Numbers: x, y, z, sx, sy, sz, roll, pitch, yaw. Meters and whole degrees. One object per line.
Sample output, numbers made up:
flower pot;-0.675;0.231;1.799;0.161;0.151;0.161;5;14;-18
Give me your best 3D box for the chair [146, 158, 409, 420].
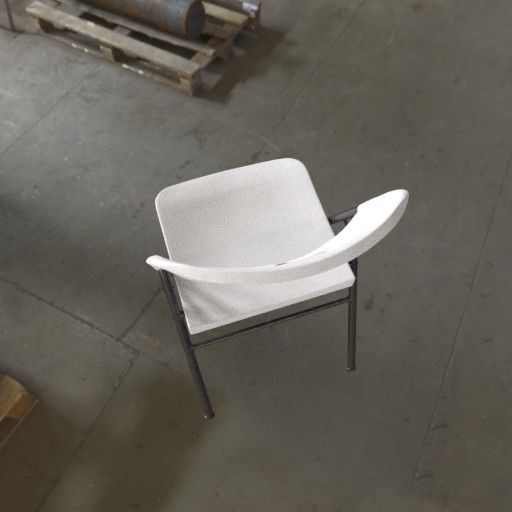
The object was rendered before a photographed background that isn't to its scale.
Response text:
chair;0.000;0.000;1.150;0.494;0.810;0.566;-16;60;-9
